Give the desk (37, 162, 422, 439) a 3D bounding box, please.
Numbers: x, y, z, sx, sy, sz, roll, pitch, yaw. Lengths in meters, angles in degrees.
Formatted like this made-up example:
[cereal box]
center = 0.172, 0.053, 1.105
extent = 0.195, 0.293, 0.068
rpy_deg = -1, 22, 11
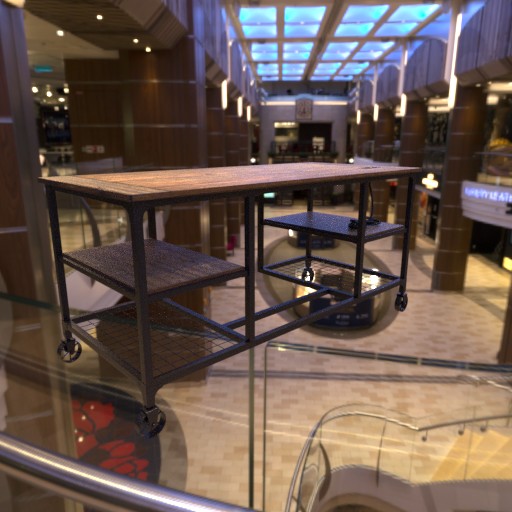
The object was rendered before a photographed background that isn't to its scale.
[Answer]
[desk]
center = 0.000, 0.000, 2.002
extent = 1.590, 0.751, 0.711
rpy_deg = -14, 20, -41
